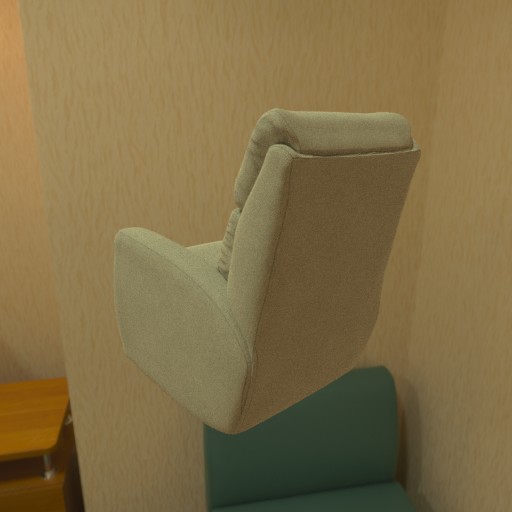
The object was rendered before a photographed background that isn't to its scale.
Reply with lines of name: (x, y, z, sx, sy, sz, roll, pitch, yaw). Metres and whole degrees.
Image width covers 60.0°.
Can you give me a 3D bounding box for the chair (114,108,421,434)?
chair: (0.000, 0.000, 1.664, 0.794, 1.021, 0.940, -14, 21, -40)
